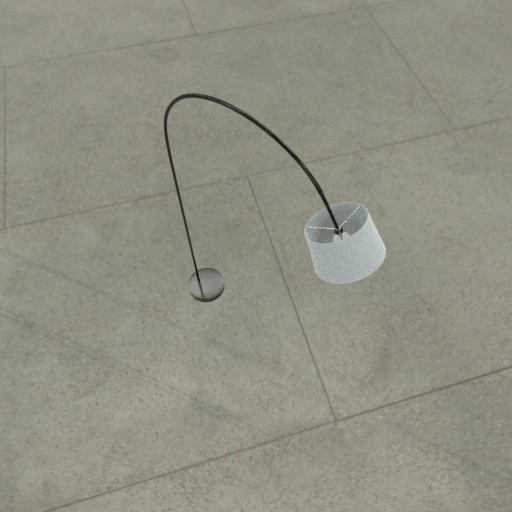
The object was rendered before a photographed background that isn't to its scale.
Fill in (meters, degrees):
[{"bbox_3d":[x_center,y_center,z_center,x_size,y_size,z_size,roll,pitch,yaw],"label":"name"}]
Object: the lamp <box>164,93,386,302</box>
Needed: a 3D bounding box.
[{"bbox_3d":[0.000,0.000,2.658,1.363,2.104,0.331,34,65,19],"label":"lamp"}]
